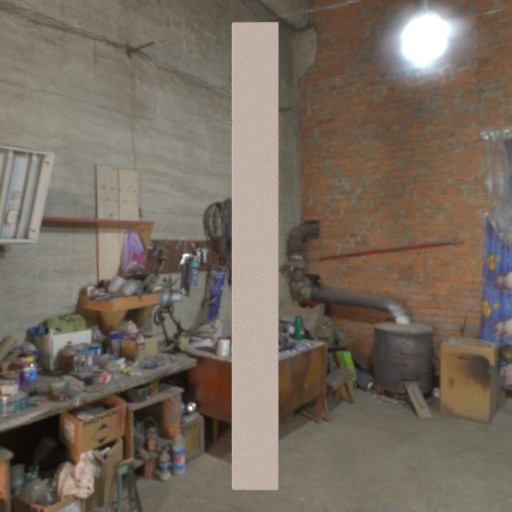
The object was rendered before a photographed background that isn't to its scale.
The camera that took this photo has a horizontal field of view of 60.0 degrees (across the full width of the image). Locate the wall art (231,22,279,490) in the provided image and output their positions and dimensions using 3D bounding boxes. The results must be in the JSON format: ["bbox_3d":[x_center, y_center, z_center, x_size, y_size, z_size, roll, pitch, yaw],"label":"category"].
[{"bbox_3d":[0.000,0.000,0.487,0.039,0.381,0.252,0,0,1],"label":"wall art"}]
